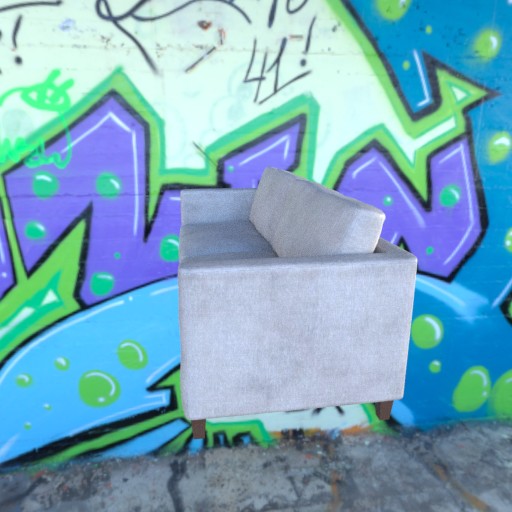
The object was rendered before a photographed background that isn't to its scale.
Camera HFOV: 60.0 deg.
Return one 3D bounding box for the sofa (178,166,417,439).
[{"bbox_3d":[0.000,0.000,2.742,0.951,0.965,2.208,-3,16,-9],"label":"sofa"}]
